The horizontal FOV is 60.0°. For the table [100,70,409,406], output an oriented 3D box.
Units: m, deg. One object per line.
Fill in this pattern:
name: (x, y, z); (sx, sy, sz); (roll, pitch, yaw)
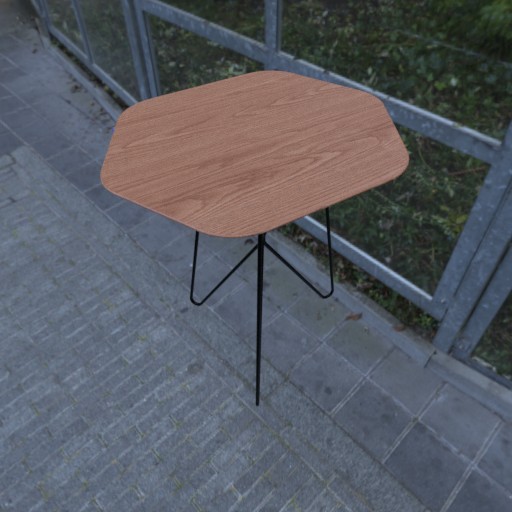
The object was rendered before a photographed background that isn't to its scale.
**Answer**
table: (0.000, 0.000, 0.909); (0.500, 0.562, 0.400); (-23, 51, -21)
